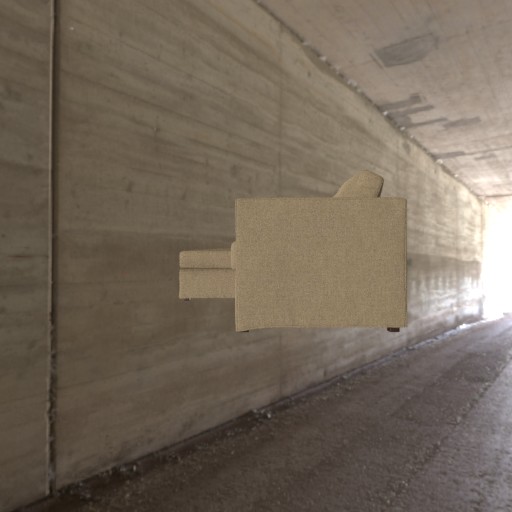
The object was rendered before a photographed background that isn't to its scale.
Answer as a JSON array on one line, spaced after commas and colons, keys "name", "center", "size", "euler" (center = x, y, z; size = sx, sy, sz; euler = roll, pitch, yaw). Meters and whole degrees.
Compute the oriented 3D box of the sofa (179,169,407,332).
[{"name": "sofa", "center": [0.000, 0.000, 3.950], "size": [1.638, 0.920, 3.198], "euler": [0, -1, 0]}]
